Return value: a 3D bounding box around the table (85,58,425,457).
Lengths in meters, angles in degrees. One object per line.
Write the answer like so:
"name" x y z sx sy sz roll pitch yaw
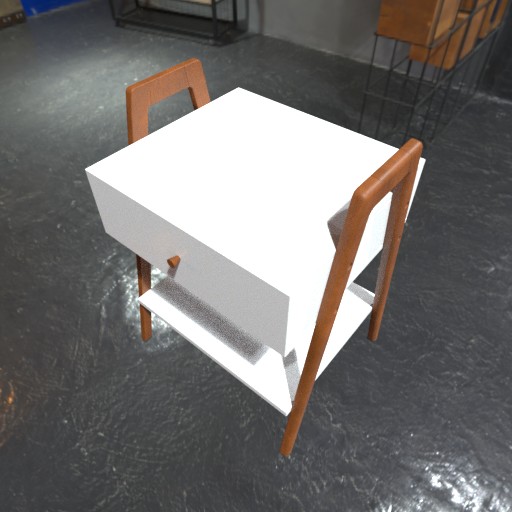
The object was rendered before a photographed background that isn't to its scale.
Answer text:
"table" 0.000 0.000 0.883 0.457 0.610 0.405 31 53 26
